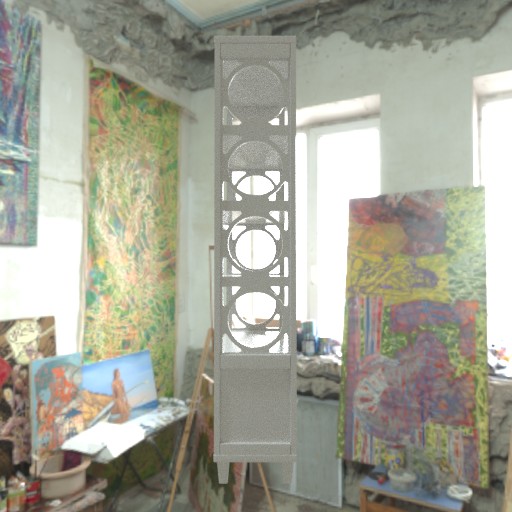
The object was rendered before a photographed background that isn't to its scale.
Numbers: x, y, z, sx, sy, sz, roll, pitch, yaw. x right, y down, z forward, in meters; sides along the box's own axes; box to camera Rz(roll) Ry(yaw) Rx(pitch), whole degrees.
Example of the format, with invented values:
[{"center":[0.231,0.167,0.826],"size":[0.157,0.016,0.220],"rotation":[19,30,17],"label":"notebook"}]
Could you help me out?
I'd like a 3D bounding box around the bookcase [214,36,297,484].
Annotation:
[{"center":[0.000,0.000,2.175],"size":[0.361,1.869,0.761],"rotation":[0,-1,0],"label":"bookcase"}]
